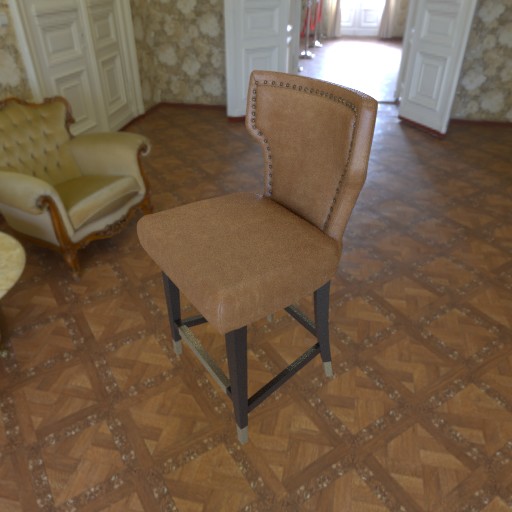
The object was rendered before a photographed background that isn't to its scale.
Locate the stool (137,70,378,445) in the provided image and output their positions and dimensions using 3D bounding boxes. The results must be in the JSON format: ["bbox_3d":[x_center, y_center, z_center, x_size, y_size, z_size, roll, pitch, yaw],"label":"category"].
[{"bbox_3d":[0.000,0.000,1.376,0.563,0.982,0.526,-20,38,-28],"label":"stool"}]
